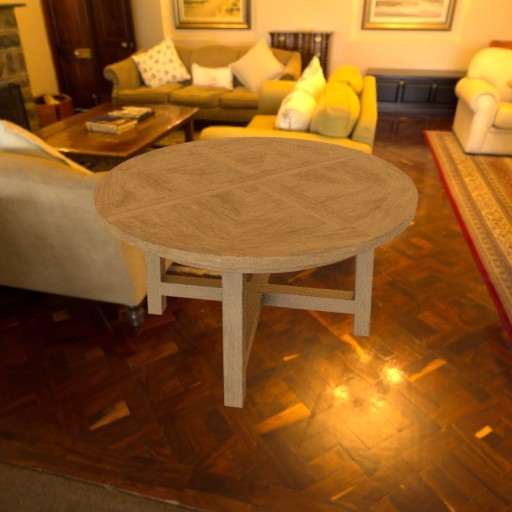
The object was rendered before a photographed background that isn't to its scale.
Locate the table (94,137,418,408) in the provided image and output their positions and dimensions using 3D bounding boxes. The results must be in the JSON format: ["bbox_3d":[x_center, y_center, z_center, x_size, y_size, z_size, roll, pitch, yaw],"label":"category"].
[{"bbox_3d":[0.000,0.000,2.080,1.319,0.762,1.319,0,30,0],"label":"table"}]
